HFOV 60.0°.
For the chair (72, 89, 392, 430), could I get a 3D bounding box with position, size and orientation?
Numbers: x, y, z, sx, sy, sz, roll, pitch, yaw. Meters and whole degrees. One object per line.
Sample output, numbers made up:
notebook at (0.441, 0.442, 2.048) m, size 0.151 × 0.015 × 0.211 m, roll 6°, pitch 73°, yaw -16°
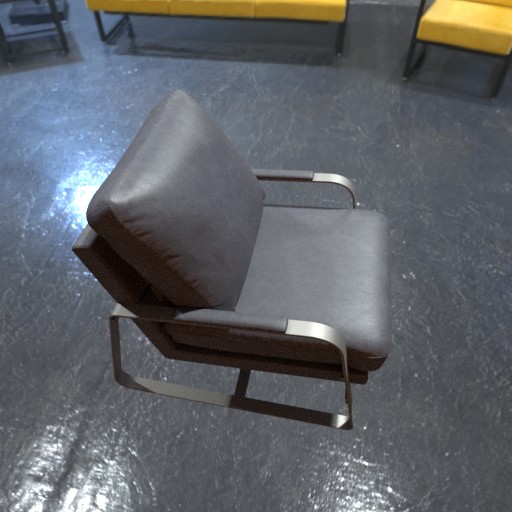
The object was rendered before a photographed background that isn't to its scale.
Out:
chair at (0.000, 0.000, 1.461) m, size 0.878 × 0.839 × 0.692 m, roll 8°, pitch 48°, yaw 7°
